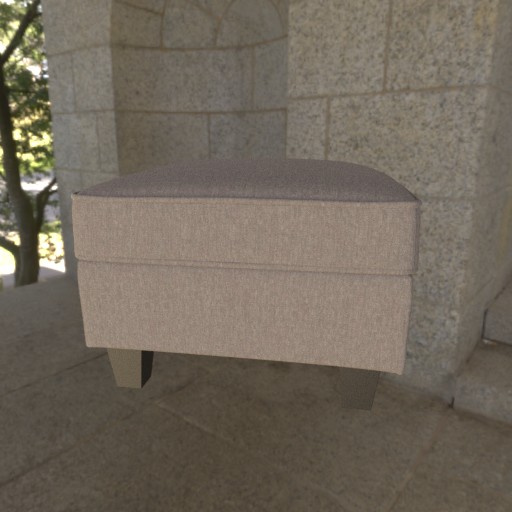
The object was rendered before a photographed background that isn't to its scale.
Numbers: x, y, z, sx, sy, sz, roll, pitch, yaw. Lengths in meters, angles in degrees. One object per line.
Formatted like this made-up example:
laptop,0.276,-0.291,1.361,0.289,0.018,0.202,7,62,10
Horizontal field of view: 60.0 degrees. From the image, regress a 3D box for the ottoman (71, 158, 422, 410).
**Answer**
ottoman,0.000,0.000,1.417,0.871,0.612,0.808,2,14,9
